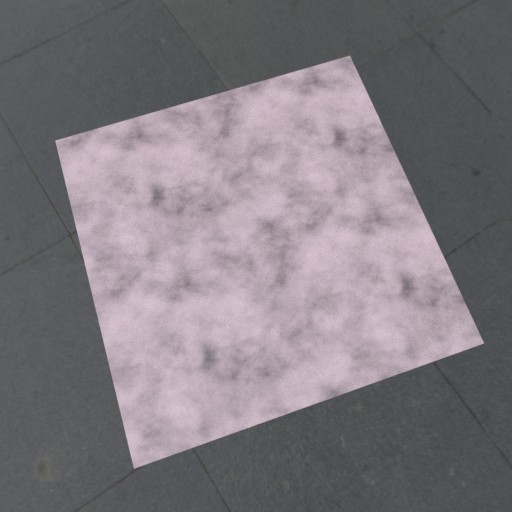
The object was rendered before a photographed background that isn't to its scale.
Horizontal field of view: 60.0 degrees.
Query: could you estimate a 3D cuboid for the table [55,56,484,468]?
[{"bbox_3d":[0.000,0.000,1.026,0.670,0.305,0.670,-18,75,-5],"label":"table"}]
